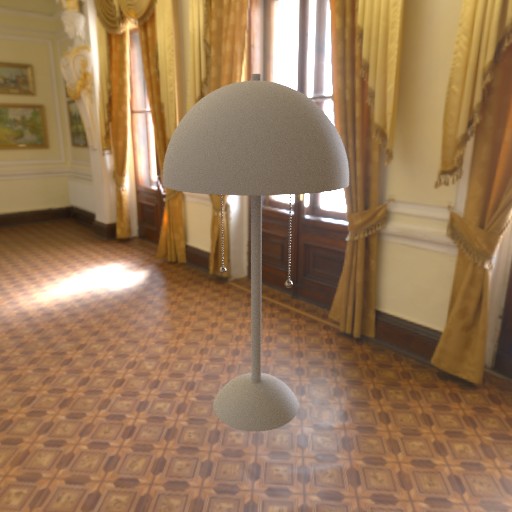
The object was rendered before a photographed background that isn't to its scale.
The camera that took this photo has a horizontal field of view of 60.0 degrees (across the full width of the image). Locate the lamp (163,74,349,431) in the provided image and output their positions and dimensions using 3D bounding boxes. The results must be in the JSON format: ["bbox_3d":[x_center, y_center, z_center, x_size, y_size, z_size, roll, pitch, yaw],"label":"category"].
[{"bbox_3d":[0.000,0.000,0.433,0.171,0.330,0.171,0,15,0],"label":"lamp"}]
